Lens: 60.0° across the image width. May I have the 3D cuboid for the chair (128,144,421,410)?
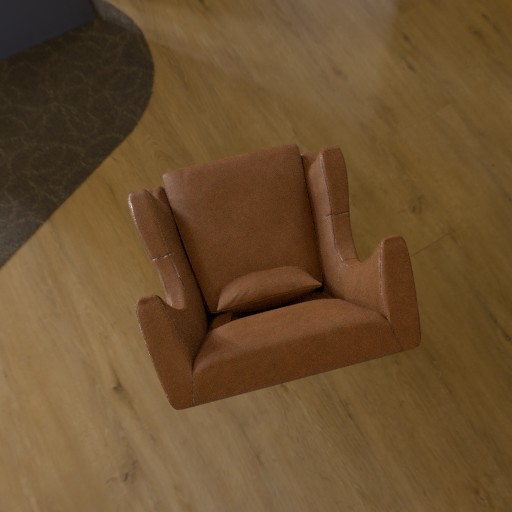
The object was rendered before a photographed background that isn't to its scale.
[{"bbox_3d":[0.000,0.000,1.713,0.852,1.016,0.925,-14,76,-3],"label":"chair"}]
